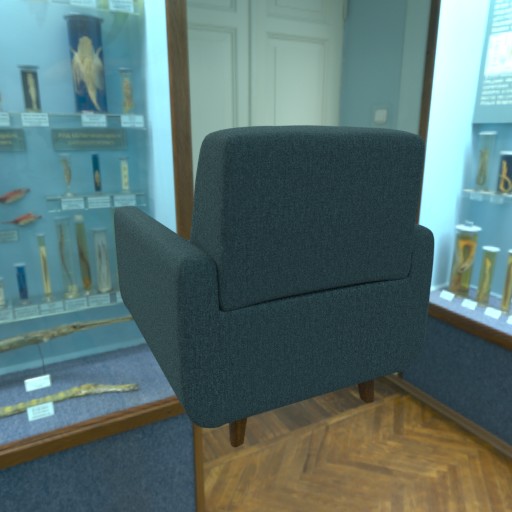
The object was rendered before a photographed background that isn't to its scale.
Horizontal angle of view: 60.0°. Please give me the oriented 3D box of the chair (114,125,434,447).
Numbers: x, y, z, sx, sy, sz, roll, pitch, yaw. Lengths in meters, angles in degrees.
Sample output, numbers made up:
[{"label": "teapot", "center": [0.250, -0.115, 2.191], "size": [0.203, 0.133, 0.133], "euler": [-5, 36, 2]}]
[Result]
[{"label": "chair", "center": [0.000, 0.000, 1.677], "size": [0.880, 0.940, 0.964], "euler": [-8, 17, -25]}]
